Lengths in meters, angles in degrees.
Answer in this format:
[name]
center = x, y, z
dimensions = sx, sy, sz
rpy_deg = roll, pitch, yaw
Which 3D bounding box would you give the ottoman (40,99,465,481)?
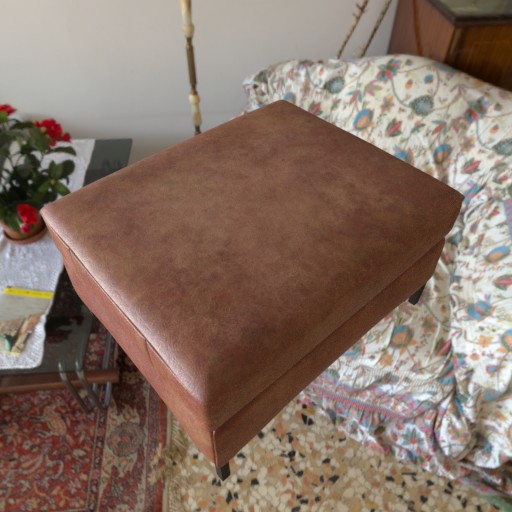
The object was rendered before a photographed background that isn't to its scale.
[ottoman]
center = 0.000, 0.000, 1.738
dimensions = 1.186, 0.667, 0.965
rpy_deg = -33, 55, -27
